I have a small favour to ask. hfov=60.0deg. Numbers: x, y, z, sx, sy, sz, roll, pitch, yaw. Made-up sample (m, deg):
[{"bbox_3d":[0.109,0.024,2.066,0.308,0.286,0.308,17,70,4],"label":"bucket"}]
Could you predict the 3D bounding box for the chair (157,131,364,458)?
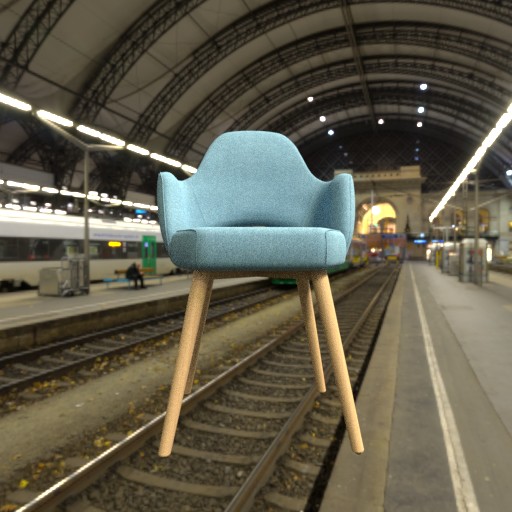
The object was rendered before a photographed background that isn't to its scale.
[{"bbox_3d":[0.000,0.000,1.344,0.589,0.920,0.666,0,0,-2],"label":"chair"}]
